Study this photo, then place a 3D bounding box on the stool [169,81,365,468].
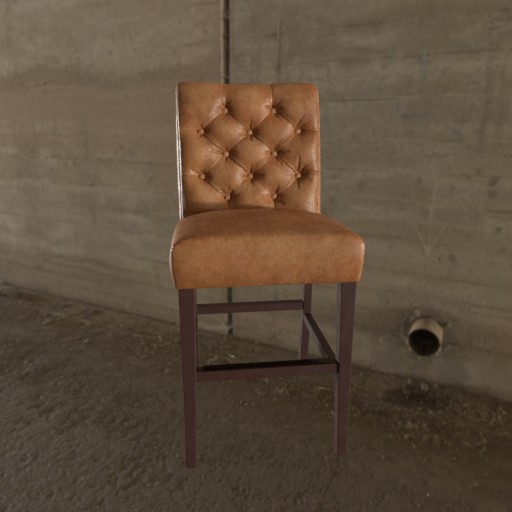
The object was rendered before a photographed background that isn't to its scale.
[{"bbox_3d":[0.000,0.000,1.371,0.493,1.047,0.601,-2,16,-6],"label":"stool"}]
